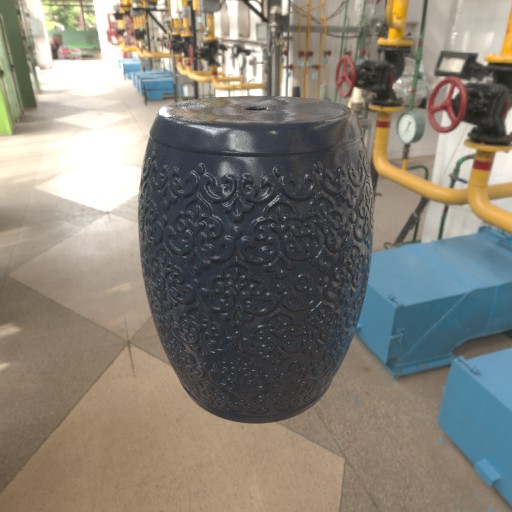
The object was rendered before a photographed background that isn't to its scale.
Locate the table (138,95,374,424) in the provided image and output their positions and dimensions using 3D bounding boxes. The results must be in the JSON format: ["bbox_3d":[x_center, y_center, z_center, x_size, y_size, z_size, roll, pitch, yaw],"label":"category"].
[{"bbox_3d":[0.000,0.000,0.615,0.309,0.397,0.309,0,27,0],"label":"table"}]
